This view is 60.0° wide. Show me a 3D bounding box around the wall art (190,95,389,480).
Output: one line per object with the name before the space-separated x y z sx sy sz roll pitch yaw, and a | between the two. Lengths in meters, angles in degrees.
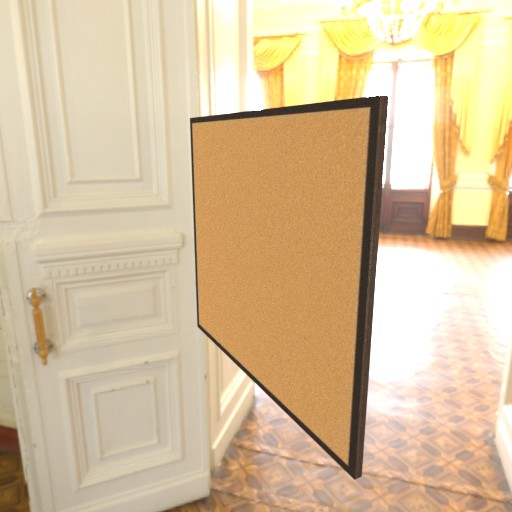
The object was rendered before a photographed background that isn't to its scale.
wall art | 0.000 0.000 1.401 0.023 0.875 1.033 -8 17 -28
